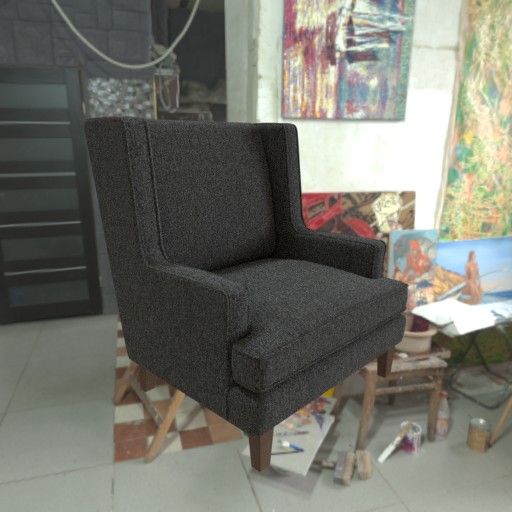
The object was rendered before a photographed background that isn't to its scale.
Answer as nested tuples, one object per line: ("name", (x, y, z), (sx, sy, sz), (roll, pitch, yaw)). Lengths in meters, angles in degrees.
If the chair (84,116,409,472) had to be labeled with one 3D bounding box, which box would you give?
("chair", (0.000, 0.000, 1.815), (0.927, 1.082, 0.942), (14, 20, 42))
